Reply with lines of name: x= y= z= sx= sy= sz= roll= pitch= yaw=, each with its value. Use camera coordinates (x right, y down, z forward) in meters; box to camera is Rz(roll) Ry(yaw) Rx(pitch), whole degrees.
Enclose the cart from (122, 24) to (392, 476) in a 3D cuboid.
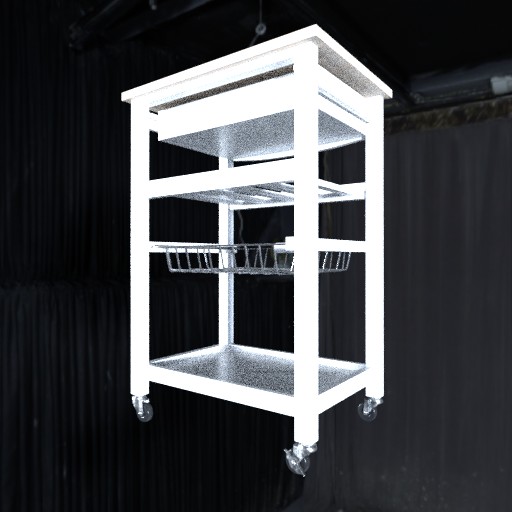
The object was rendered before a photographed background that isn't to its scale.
cart: x=0.000 y=0.000 z=1.155 sx=0.578 sy=0.857 sz=0.406 roll=0 pitch=0 yaw=37
